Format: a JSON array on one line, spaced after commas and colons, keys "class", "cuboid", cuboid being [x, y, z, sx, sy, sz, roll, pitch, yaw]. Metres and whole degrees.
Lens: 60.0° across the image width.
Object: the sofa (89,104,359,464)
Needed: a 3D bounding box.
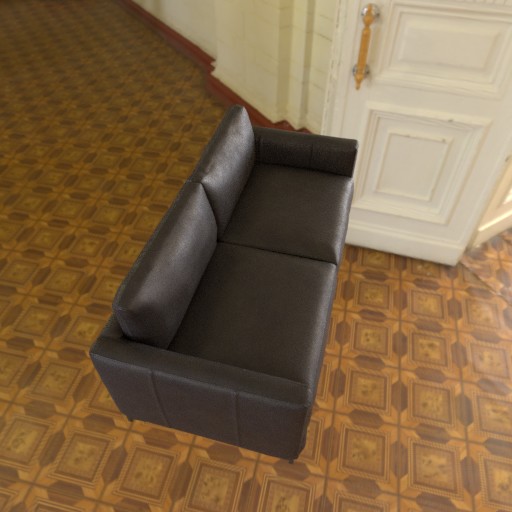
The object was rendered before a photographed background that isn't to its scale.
[{"class": "sofa", "cuboid": [0.000, 0.000, 2.362, 0.947, 0.883, 1.805, 9, 47, 9]}]
